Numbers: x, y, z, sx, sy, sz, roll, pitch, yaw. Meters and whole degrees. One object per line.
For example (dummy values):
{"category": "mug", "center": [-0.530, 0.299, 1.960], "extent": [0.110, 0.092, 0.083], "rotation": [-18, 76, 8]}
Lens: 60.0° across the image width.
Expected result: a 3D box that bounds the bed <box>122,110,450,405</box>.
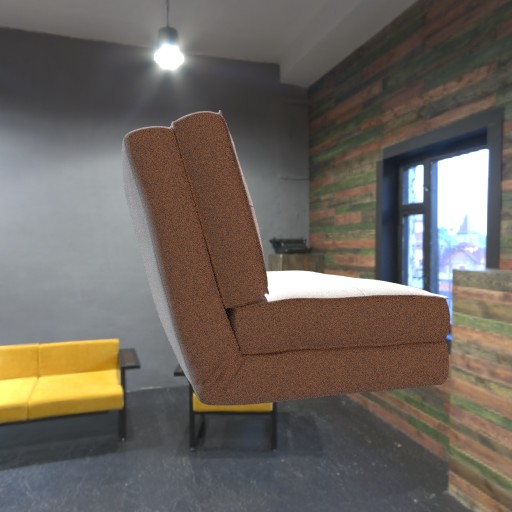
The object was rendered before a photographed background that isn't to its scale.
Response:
{"category": "bed", "center": [0.000, 0.000, 1.307], "extent": [0.749, 0.614, 0.799], "rotation": [0, 1, -16]}
